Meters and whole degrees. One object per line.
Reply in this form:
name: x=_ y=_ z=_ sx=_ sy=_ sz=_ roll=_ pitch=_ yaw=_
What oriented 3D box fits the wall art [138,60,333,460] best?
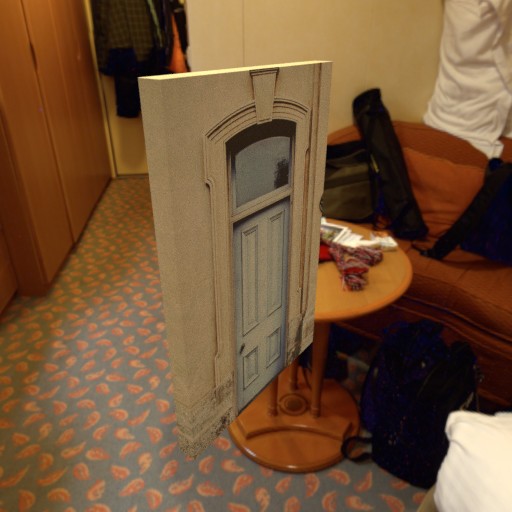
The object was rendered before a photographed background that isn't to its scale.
wall art: x=0.000 y=0.000 z=0.774 sx=0.036 sy=0.607 sz=0.403 roll=18 pitch=32 yaw=32
